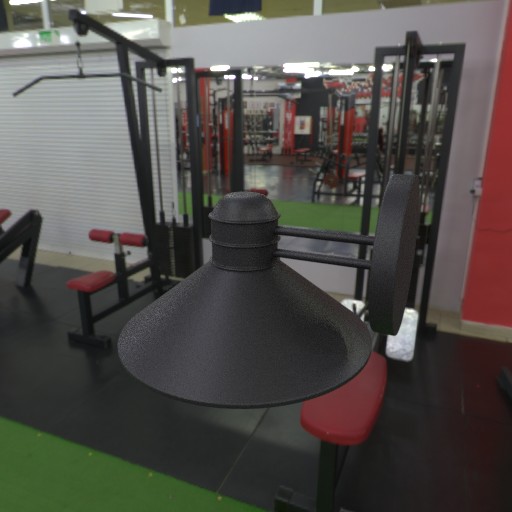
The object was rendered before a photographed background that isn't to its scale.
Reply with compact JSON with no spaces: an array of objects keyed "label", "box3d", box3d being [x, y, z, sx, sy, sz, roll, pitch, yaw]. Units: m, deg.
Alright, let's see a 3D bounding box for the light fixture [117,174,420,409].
[{"label":"light fixture","box3d":[0.000,0.000,0.670,0.434,0.265,0.396,8,19,24]}]
